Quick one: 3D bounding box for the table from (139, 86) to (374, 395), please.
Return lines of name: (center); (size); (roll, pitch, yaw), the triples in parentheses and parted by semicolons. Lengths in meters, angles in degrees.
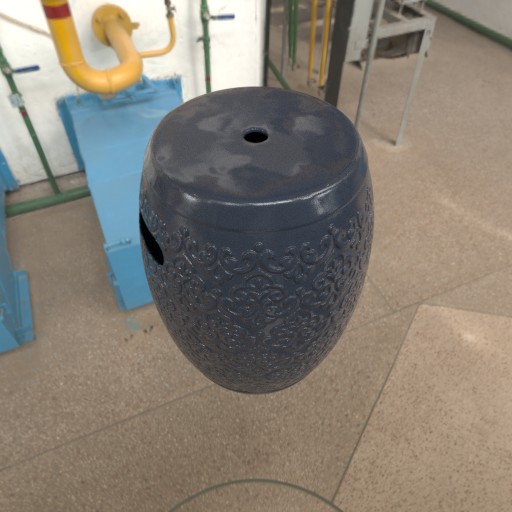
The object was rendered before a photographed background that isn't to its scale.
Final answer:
table: (0.000, 0.000, 0.633); (0.309, 0.397, 0.309); (0, 48, 0)
